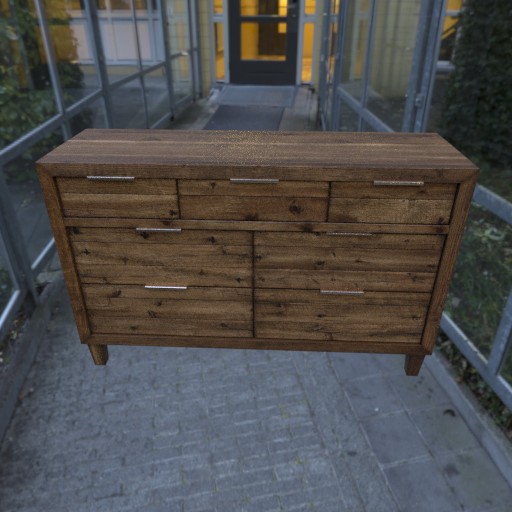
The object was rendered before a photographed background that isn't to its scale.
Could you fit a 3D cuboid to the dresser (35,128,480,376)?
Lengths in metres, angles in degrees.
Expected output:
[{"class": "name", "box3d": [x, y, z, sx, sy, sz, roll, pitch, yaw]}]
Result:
[{"class": "dresser", "box3d": [0.000, 0.000, 1.784, 1.387, 0.892, 0.438, 1, 30, 2]}]
